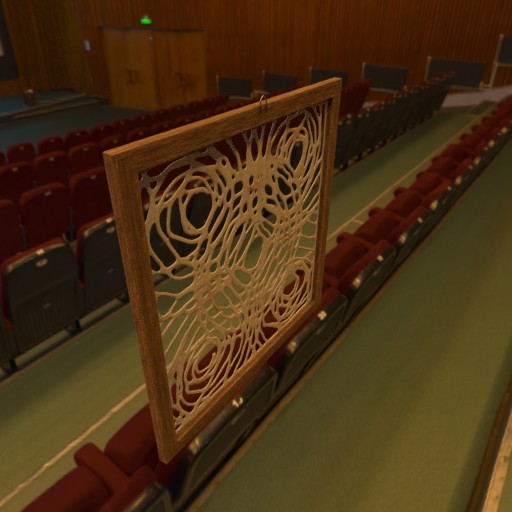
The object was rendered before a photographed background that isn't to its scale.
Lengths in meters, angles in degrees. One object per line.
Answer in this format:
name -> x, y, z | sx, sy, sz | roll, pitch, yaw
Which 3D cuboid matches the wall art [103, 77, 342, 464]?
wall art -> 0.000, 0.000, 0.825 | 0.021, 0.576, 0.561 | 21, 37, 30
